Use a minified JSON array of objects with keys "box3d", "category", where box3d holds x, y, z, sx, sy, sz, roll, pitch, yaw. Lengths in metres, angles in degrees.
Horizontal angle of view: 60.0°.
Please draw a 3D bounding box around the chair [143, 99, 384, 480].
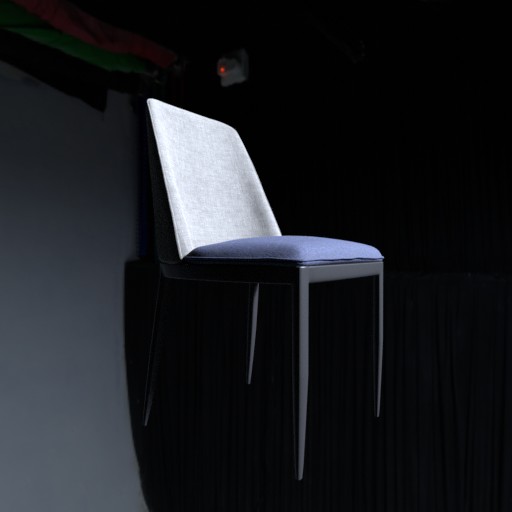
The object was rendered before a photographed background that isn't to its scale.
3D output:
[{"box3d":[0.000,0.000,1.166,0.550,0.855,0.488,1,1,37],"category":"chair"}]
